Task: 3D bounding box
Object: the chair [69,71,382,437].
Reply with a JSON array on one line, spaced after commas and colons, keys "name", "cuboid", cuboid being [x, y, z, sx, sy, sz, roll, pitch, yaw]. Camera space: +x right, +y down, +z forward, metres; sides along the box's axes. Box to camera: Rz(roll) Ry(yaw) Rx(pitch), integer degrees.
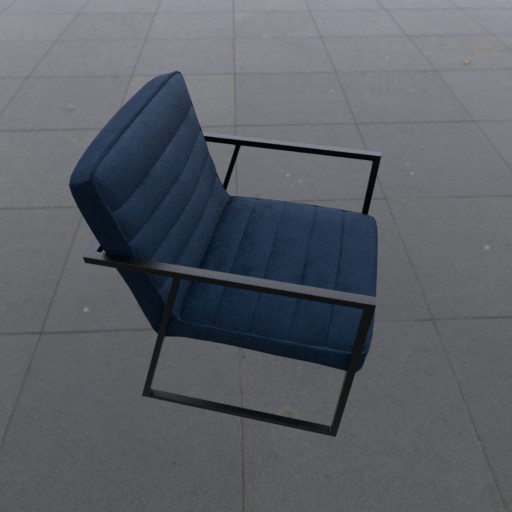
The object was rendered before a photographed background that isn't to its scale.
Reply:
[{"name": "chair", "cuboid": [0.000, 0.000, 1.260, 0.677, 0.833, 0.571, 9, 46, 9]}]
